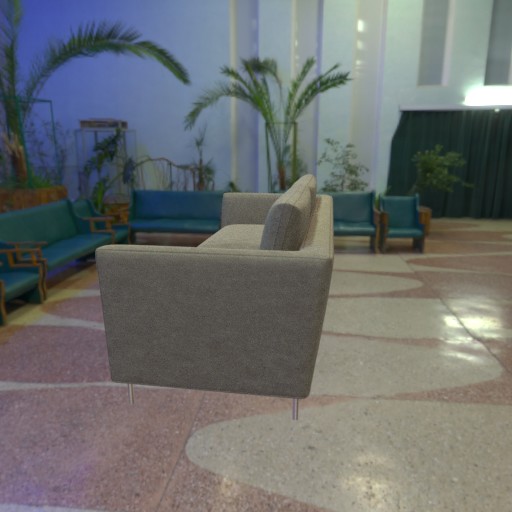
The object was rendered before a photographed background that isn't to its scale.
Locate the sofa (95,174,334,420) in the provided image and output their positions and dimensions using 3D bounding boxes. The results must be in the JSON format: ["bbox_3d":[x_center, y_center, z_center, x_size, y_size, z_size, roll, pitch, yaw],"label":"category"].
[{"bbox_3d":[0.000,0.000,2.641,0.889,0.864,2.121,2,14,9],"label":"sofa"}]
